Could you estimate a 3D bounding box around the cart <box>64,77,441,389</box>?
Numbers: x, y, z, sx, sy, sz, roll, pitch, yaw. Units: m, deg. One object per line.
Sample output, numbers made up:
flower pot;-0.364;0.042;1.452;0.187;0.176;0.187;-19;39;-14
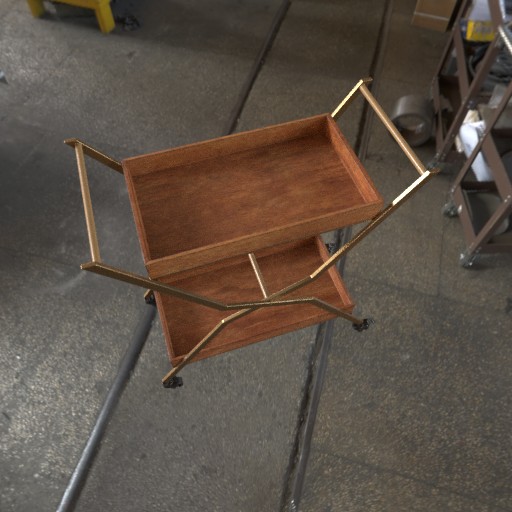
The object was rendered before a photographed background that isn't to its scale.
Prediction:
cart;0.000;0.000;1.390;0.836;0.869;0.405;-15;59;-10
